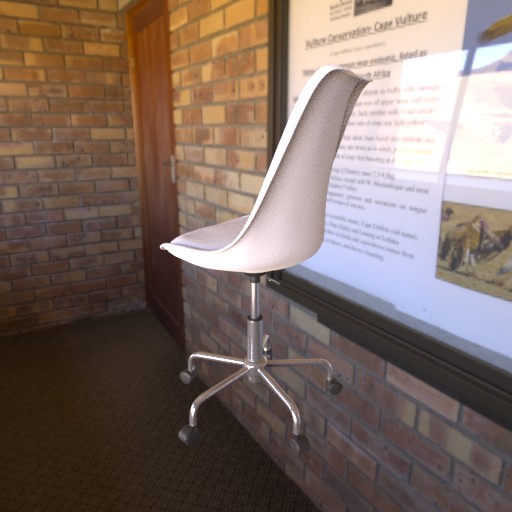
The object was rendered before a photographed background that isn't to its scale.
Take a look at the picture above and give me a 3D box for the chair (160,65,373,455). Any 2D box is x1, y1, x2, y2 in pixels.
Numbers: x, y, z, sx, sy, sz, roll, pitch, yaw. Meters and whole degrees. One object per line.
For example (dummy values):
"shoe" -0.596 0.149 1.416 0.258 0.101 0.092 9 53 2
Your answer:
"chair" 0.000 0.000 1.238 0.550 0.930 0.550 8 18 26
